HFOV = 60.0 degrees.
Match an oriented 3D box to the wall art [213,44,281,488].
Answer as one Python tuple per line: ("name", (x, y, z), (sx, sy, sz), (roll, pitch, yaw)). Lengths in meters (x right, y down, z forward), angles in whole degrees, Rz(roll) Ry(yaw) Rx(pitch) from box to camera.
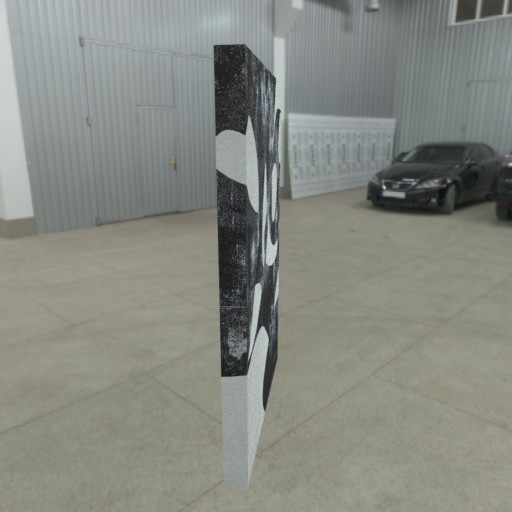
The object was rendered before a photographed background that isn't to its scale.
("wall art", (0.000, 0.000, 0.780), (0.039, 0.610, 0.407), (2, 15, 9))
